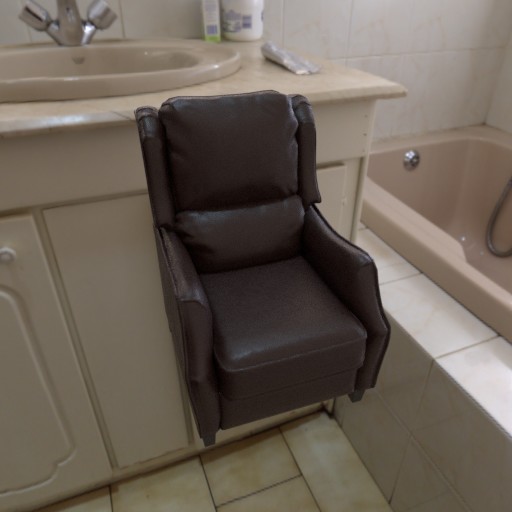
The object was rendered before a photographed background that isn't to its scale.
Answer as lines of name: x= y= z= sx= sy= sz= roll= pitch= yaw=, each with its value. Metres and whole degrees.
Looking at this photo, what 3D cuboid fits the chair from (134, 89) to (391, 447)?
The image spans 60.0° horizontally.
chair: x=0.000 y=0.000 z=1.794 sx=0.770 sy=1.132 sz=0.982 roll=-10 pitch=34 yaw=-16
